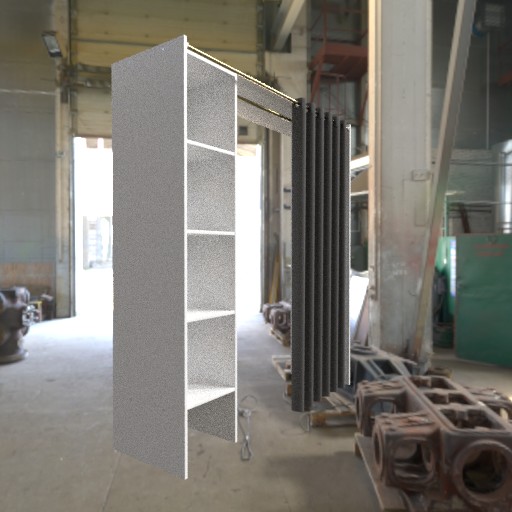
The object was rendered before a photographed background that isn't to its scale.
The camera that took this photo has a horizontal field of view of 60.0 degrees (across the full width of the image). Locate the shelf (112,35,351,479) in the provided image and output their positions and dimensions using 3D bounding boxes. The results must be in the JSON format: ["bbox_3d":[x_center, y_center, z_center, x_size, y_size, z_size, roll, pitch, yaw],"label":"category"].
[{"bbox_3d":[0.000,0.000,2.578,0.500,1.810,1.600,1,1,36],"label":"shelf"}]
